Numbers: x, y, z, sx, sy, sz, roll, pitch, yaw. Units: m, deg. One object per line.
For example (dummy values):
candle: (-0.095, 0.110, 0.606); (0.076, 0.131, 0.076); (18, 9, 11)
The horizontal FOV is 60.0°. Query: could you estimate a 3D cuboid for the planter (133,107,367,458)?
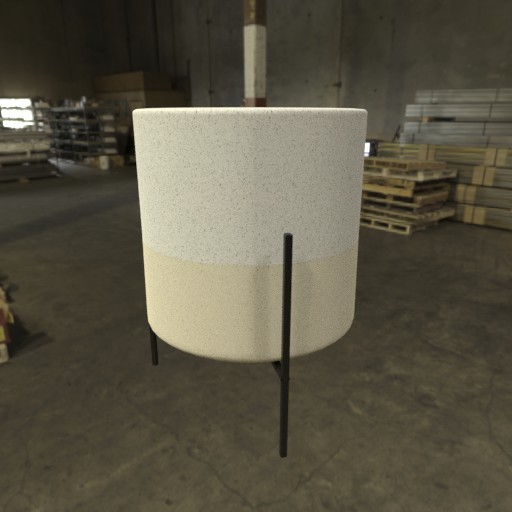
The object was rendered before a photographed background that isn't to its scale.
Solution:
planter: (0.000, 0.000, 0.672); (0.335, 0.423, 0.313); (-17, 24, -42)
